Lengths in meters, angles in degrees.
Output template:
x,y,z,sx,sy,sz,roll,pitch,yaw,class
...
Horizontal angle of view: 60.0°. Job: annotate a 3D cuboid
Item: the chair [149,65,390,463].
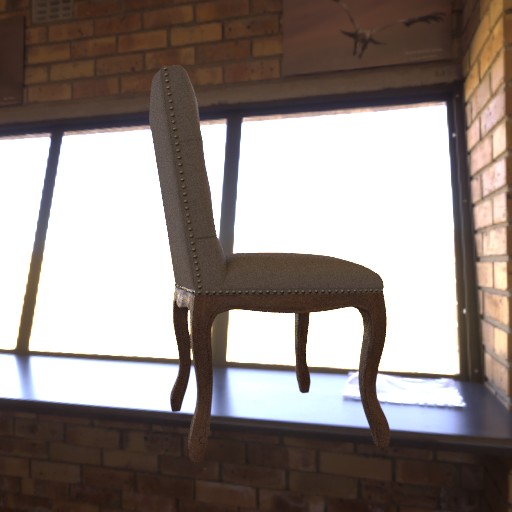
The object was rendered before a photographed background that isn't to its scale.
x,y,z,sx,sy,sz,roll,pitch,yaw,class
0.000,0.000,1.584,0.731,1.191,0.637,0,-1,-18,chair
